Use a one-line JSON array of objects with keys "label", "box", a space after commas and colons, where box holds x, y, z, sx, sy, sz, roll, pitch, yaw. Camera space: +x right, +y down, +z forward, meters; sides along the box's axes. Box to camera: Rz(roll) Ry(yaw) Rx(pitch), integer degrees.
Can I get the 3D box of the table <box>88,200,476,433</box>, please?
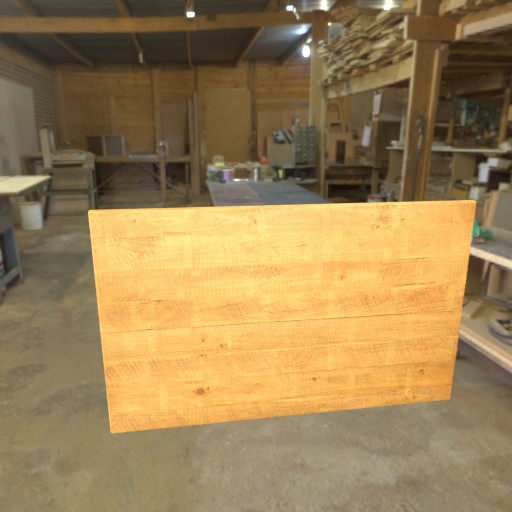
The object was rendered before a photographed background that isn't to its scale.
[{"label": "table", "box": [0.000, 0.000, 3.063, 1.707, 1.041, 2.149, -2, 16, -9]}]
